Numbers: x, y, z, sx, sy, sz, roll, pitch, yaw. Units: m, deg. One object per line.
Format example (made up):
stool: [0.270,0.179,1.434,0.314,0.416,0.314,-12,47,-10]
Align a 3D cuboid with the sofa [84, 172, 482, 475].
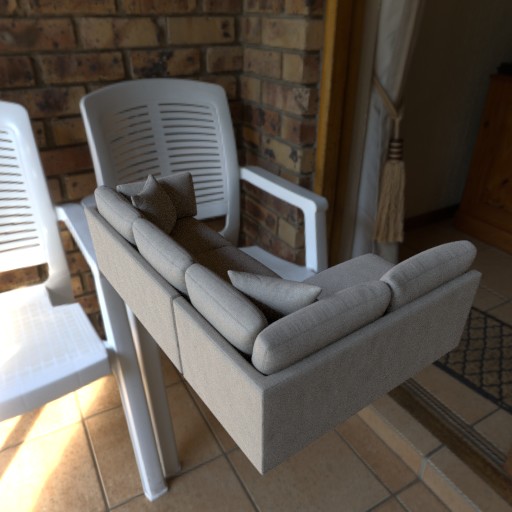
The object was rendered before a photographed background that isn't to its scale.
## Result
sofa: [0.000,0.000,3.814,1.994,0.978,2.896,-19,35,-30]
